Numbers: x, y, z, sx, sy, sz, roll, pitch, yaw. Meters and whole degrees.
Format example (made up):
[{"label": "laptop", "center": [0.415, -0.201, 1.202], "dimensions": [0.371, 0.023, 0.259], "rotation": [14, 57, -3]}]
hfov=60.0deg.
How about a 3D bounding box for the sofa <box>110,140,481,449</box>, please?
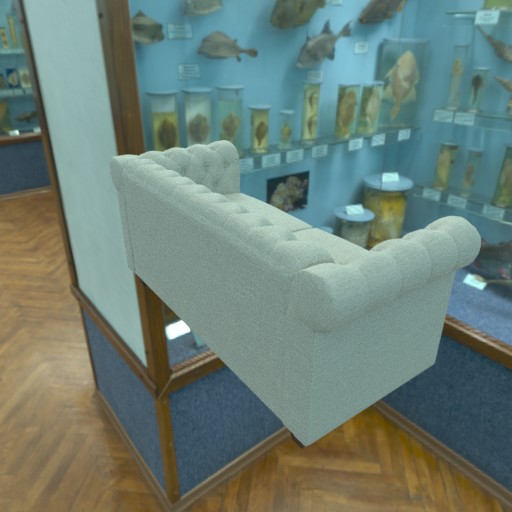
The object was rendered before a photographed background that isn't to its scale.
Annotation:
[{"label": "sofa", "center": [0.000, 0.000, 2.205], "dimensions": [0.783, 0.797, 1.798], "rotation": [-18, 32, -32]}]
